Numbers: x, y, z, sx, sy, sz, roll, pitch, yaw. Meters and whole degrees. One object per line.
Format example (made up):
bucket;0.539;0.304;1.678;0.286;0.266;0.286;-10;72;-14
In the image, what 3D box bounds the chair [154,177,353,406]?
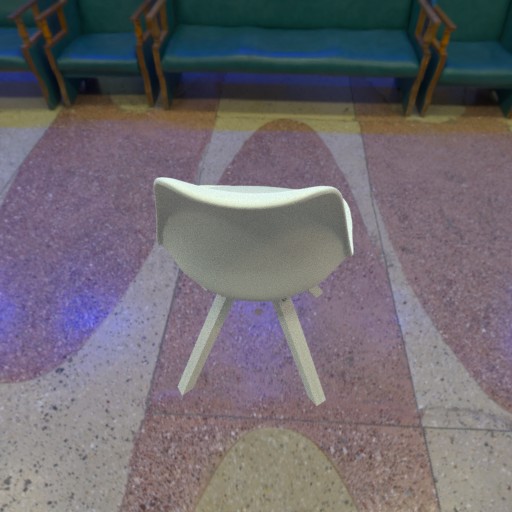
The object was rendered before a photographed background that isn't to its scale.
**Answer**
chair;0.000;0.000;1.158;0.485;0.850;0.550;4;48;3
